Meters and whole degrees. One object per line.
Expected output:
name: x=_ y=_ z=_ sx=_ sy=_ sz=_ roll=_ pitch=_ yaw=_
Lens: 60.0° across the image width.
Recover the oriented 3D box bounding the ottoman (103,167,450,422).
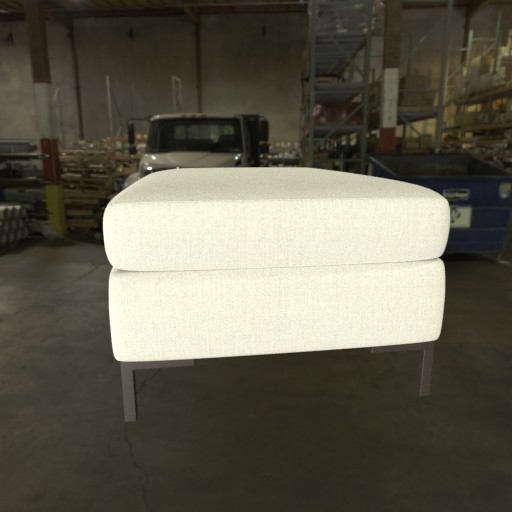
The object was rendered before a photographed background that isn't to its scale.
ottoman: x=0.000 y=0.000 z=1.187 sx=0.657 sy=0.453 sz=0.794 roll=-2 pitch=14 yaw=-8
